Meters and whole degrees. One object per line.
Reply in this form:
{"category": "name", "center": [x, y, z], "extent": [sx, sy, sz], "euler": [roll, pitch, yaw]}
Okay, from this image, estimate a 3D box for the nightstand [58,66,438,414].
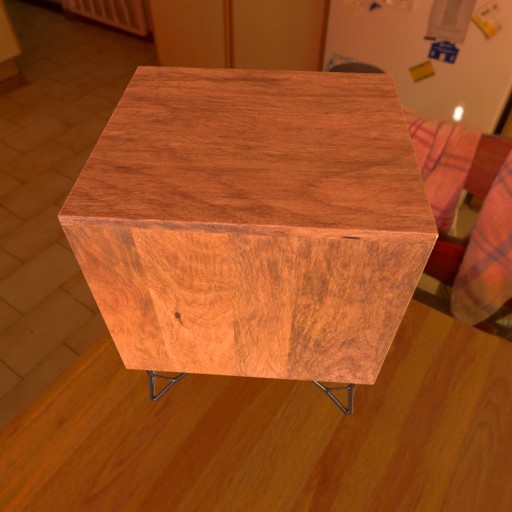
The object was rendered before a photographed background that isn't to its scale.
{"category": "nightstand", "center": [0.000, 0.000, 0.870], "extent": [0.457, 0.559, 0.406], "euler": [3, 48, 3]}
